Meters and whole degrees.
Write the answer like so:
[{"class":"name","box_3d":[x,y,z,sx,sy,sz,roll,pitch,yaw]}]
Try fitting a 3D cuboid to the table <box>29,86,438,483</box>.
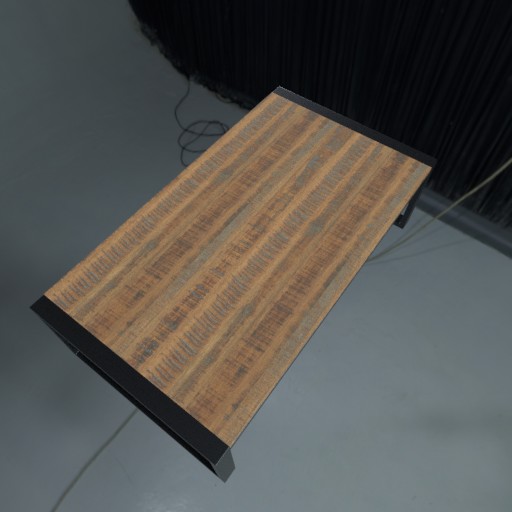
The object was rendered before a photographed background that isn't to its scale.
[{"class":"table","box_3d":[0.000,0.000,1.713,0.750,0.400,1.350,32,63,19]}]
